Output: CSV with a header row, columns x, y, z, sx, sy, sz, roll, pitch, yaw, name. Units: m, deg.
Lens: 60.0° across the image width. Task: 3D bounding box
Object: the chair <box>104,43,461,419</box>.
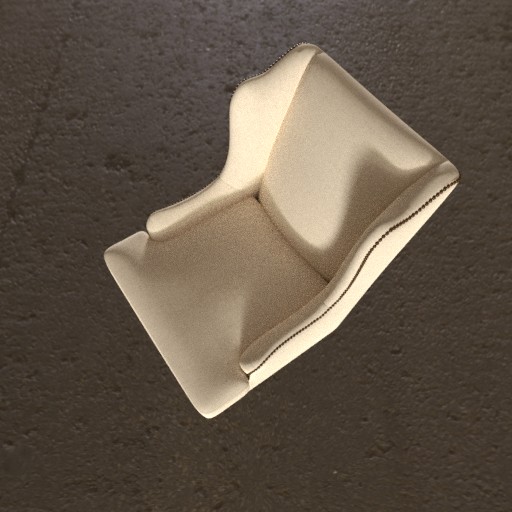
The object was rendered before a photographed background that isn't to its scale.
x,y,z,sx,sy,sz,roll,pitch,yaw,name
0.000,0.000,1.635,0.940,1.029,0.737,-32,67,-15,chair
